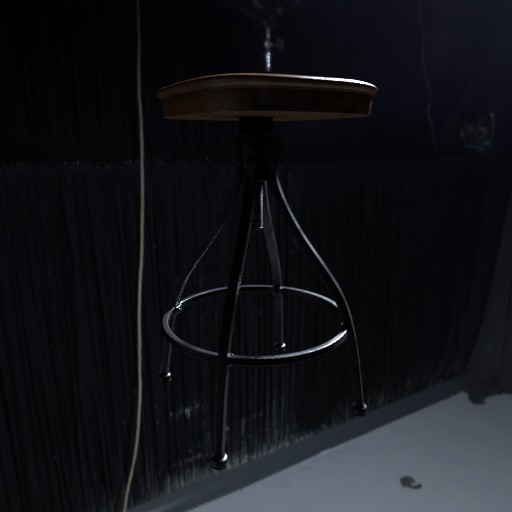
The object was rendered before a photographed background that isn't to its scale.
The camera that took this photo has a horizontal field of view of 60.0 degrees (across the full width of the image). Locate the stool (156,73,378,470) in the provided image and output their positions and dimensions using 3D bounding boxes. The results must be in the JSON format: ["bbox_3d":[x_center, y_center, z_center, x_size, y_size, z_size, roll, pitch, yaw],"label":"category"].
[{"bbox_3d":[0.000,0.000,0.976,0.424,0.694,0.432,-8,17,-27],"label":"stool"}]
